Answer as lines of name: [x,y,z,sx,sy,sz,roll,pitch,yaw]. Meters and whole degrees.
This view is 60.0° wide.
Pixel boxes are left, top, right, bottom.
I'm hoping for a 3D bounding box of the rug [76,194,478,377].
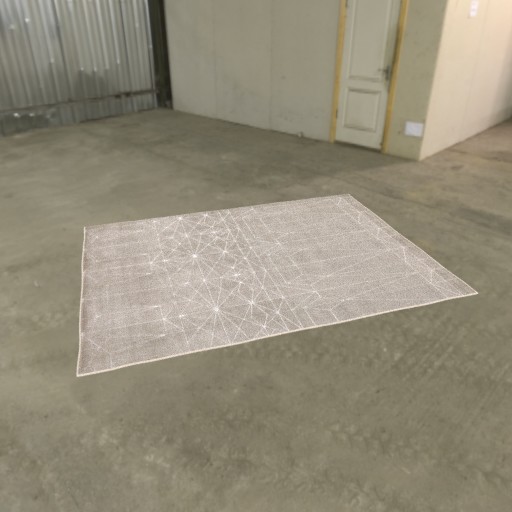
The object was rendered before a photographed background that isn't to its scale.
rug: [0.000,0.000,4.482,3.357,0.019,2.449,-9,31,-15]
